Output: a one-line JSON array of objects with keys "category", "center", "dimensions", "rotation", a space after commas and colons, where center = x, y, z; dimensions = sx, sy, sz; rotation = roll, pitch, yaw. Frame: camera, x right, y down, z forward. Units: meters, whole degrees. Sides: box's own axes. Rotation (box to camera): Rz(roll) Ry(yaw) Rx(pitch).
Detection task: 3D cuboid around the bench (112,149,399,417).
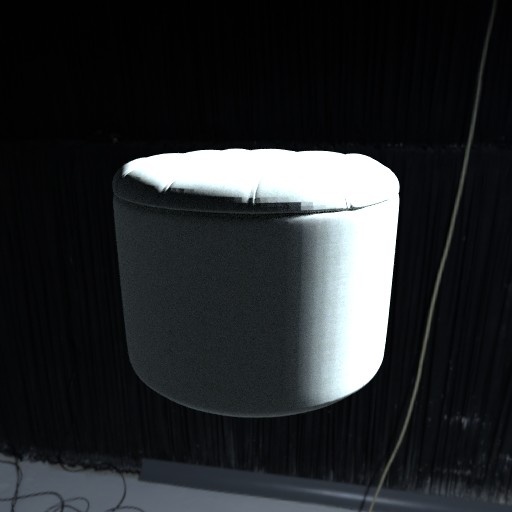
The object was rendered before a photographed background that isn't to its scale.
[{"category": "bench", "center": [0.000, 0.000, 1.014], "dimensions": [0.600, 0.453, 0.600], "rotation": [0, 17, 0]}]
